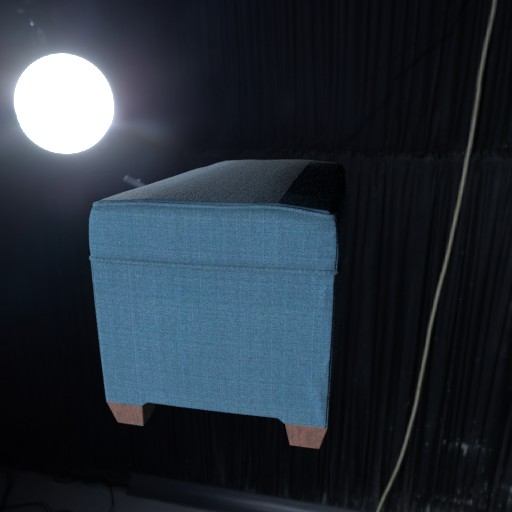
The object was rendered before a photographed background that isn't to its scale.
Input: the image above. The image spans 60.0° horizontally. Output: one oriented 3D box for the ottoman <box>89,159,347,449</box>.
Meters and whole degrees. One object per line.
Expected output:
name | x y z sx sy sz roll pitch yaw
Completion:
ottoman | 0.000 0.000 1.218 0.474 0.474 0.943 3 17 10
